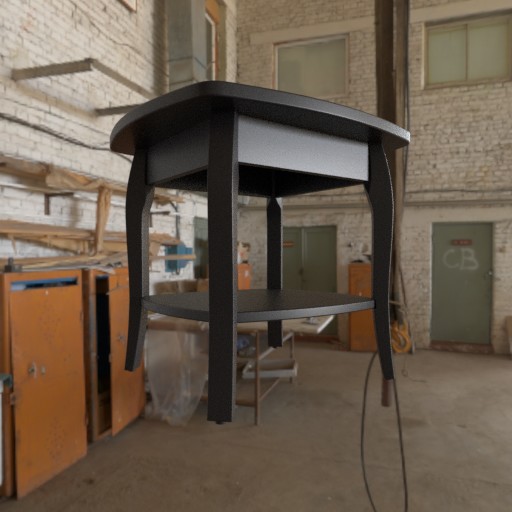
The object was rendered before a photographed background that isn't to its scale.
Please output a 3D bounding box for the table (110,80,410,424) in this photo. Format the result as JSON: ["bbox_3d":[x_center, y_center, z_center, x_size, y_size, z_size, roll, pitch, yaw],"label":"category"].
[{"bbox_3d":[0.000,0.000,0.854,0.508,0.457,0.457,0,0,-36],"label":"table"}]
